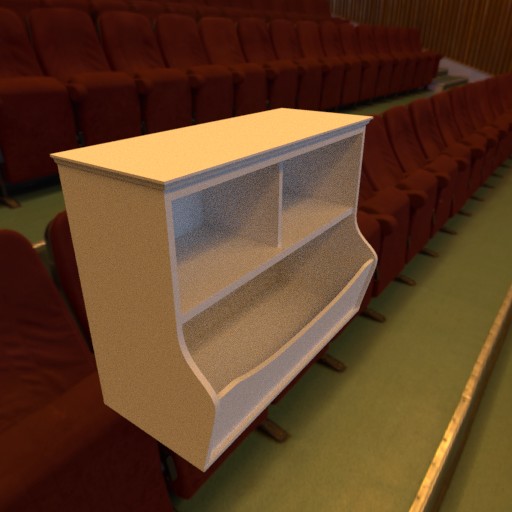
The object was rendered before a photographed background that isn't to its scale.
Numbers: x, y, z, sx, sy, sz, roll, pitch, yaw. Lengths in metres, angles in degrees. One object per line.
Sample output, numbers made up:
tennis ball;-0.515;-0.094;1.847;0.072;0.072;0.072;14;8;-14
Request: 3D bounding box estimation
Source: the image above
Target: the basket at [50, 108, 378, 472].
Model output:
basket;0.000;0.000;1.153;0.376;0.625;0.792;18;31;32
